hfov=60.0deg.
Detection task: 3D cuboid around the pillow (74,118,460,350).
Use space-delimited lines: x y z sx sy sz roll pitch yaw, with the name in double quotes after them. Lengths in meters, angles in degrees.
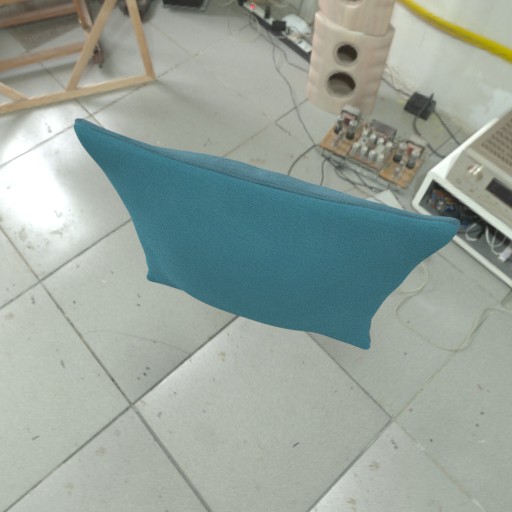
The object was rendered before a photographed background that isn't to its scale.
0.000 0.000 0.647 0.433 0.415 0.151 17 64 9 "pillow"
